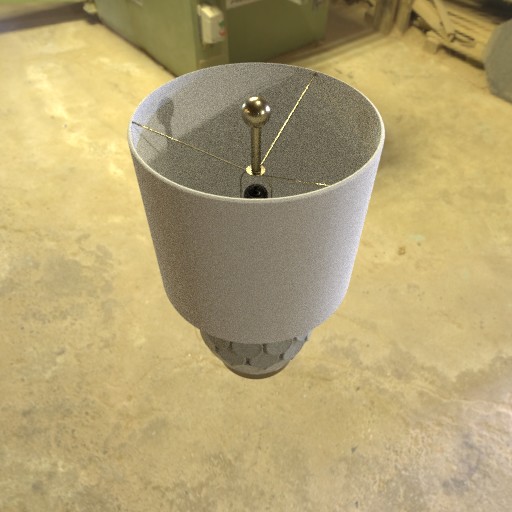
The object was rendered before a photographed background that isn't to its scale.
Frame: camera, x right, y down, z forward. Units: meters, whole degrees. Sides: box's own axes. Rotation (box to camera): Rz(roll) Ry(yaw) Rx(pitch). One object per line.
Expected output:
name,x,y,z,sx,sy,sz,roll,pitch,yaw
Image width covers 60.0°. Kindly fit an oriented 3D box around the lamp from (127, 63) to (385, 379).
lamp,0.000,0.000,0.595,0.254,0.452,0.254,0,48,0
